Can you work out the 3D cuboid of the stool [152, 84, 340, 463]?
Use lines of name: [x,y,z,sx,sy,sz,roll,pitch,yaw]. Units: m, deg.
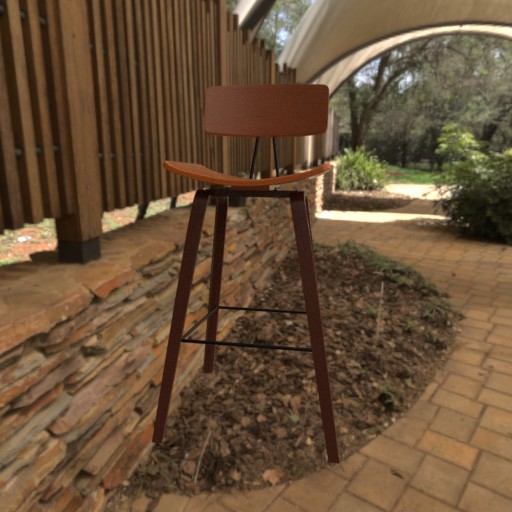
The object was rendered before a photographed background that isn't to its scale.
stool: [0.000,0.000,1.267,0.509,0.969,0.440,2,15,9]
